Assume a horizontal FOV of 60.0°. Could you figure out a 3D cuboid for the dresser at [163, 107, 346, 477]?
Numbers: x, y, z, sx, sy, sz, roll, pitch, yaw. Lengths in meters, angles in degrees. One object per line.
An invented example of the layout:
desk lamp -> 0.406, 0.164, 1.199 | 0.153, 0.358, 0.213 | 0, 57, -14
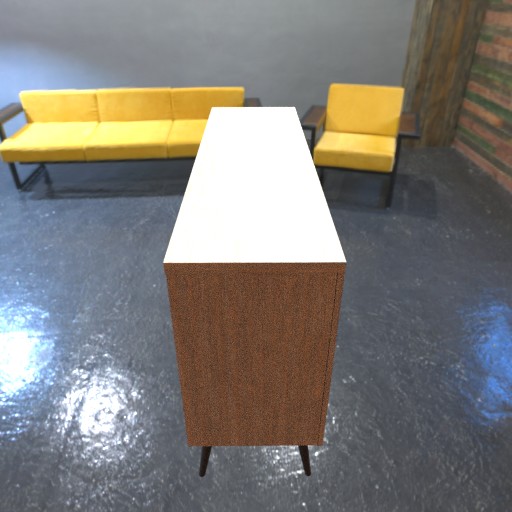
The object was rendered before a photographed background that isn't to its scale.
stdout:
dresser -> 0.000, 0.000, 1.953 | 0.457, 0.914, 1.524 | 0, 32, 0
